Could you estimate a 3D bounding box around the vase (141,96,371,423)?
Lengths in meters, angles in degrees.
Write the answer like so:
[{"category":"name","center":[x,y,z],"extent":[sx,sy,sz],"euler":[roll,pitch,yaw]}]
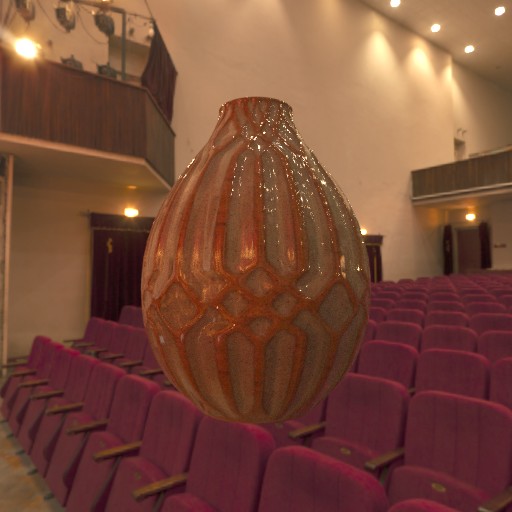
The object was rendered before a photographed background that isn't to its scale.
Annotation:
[{"category":"vase","center":[0.000,0.000,0.262],"extent":[0.131,0.175,0.131],"euler":[0,-2,0]}]
